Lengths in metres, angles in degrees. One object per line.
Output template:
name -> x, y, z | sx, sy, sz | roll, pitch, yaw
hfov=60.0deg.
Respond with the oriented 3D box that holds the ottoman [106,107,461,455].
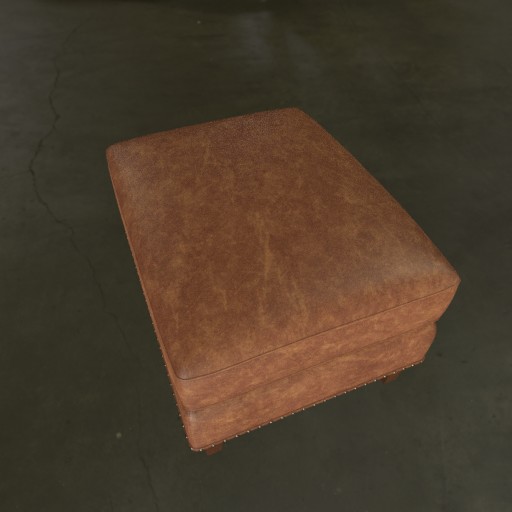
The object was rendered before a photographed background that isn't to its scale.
ottoman -> 0.000, 0.000, 1.131 | 0.586, 0.486, 0.742 | -16, 48, -15
